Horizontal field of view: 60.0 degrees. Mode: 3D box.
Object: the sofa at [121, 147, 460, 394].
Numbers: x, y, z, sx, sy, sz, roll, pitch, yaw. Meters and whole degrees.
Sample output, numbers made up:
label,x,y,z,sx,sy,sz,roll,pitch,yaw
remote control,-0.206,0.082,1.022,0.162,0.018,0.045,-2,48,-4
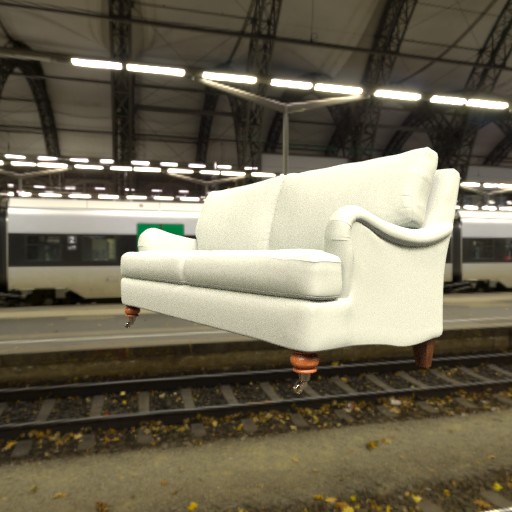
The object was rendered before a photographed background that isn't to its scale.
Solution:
label,x,y,z,sx,sy,sz,roll,pitch,yaw
sofa,0.000,0.000,2.826,1.069,1.096,2.193,0,0,-36
